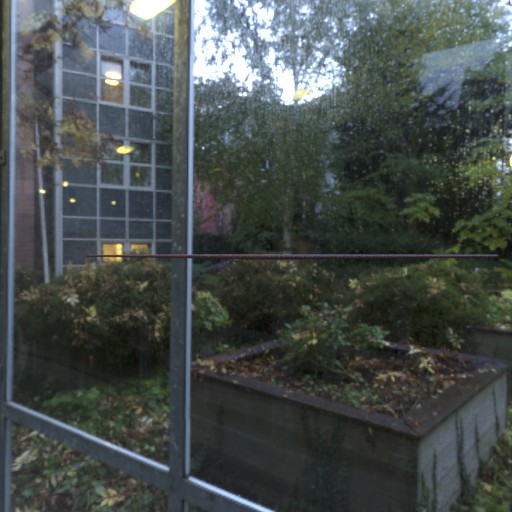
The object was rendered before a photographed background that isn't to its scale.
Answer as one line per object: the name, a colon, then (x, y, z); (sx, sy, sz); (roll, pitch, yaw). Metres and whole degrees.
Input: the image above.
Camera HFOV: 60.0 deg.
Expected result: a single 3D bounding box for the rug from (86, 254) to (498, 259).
rug: (0.000, 0.000, 5.674); (3.033, 0.033, 4.578); (0, 0, -35)
